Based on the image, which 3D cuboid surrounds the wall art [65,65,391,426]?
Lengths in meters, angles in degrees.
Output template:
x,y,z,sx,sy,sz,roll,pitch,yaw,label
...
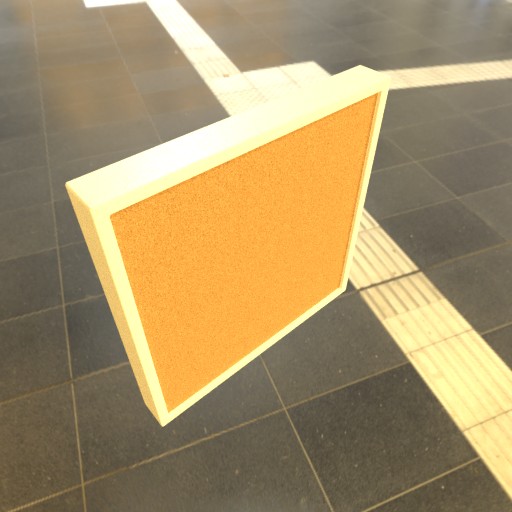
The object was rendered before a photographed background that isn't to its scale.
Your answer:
x,y,z,sx,sy,sz,roll,pitch,yaw,label
0.000,0.000,0.462,0.305,0.305,0.038,-31,52,-28,wall art
